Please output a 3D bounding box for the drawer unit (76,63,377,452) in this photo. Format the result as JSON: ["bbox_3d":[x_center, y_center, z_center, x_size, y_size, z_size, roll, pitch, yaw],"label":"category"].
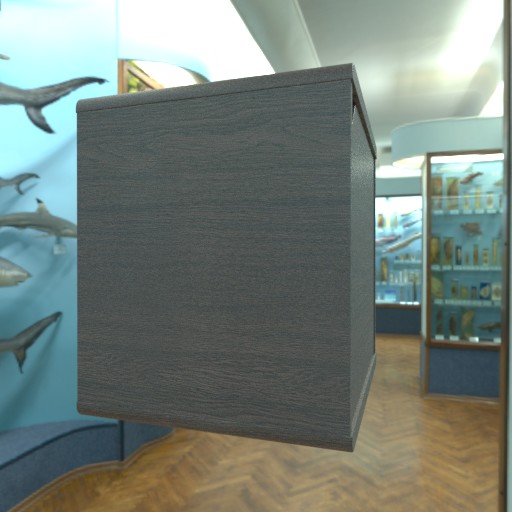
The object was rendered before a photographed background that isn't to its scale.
[{"bbox_3d":[0.000,0.000,0.589,0.290,0.344,0.344,0,0,19],"label":"drawer unit"}]
